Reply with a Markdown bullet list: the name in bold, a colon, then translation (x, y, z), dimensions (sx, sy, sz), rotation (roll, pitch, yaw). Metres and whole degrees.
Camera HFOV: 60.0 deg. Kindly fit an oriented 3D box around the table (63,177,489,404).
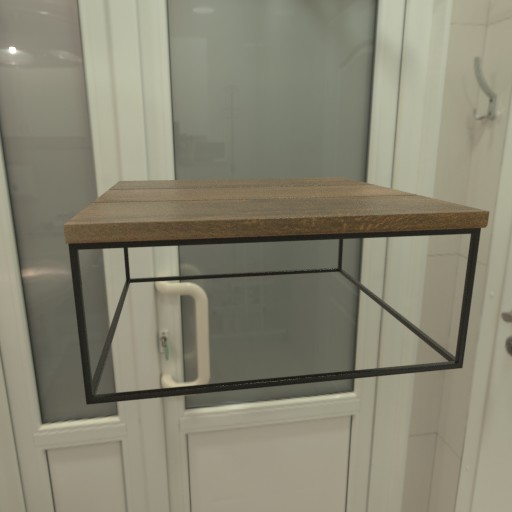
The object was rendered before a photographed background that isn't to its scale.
- **table**: translation (0.000, 0.000, 1.393), dimensions (0.900, 0.400, 0.900), rotation (-3, 15, -10)
